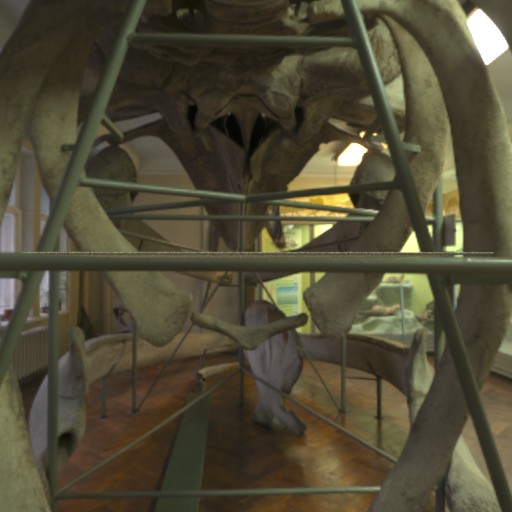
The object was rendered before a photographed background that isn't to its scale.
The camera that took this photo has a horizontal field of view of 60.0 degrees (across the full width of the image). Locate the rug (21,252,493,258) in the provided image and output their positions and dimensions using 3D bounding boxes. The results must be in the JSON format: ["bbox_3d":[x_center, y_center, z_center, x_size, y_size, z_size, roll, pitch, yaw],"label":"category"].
[{"bbox_3d":[0.000,0.000,4.050,3.037,0.010,2.453,0,-1,-1],"label":"rug"}]
